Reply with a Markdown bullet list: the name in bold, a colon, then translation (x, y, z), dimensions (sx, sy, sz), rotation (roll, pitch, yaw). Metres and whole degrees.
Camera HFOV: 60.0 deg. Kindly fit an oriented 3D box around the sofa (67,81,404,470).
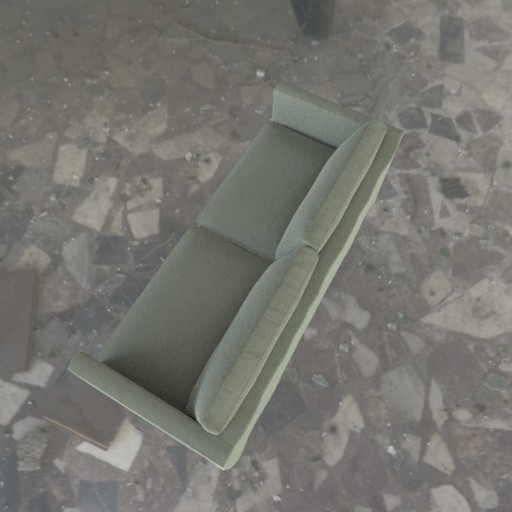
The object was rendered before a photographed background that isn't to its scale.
- **sofa**: translation (0.000, 0.000, 2.803), dimensions (0.962, 0.853, 2.312), rotation (27, 67, 12)
